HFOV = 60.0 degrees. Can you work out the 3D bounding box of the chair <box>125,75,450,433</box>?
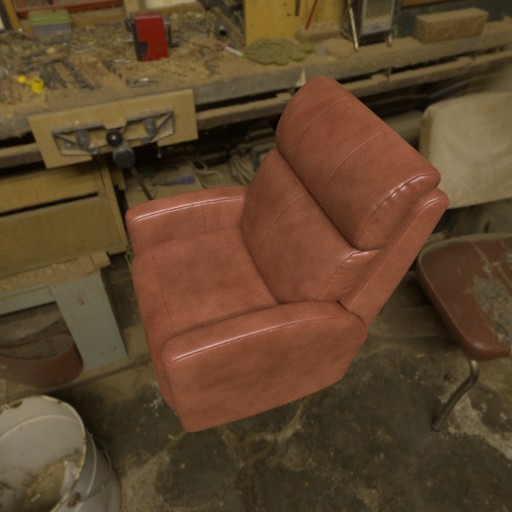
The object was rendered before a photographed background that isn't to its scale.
[{"bbox_3d":[0.000,0.000,1.670,0.939,1.016,0.787,-15,48,-14],"label":"chair"}]
